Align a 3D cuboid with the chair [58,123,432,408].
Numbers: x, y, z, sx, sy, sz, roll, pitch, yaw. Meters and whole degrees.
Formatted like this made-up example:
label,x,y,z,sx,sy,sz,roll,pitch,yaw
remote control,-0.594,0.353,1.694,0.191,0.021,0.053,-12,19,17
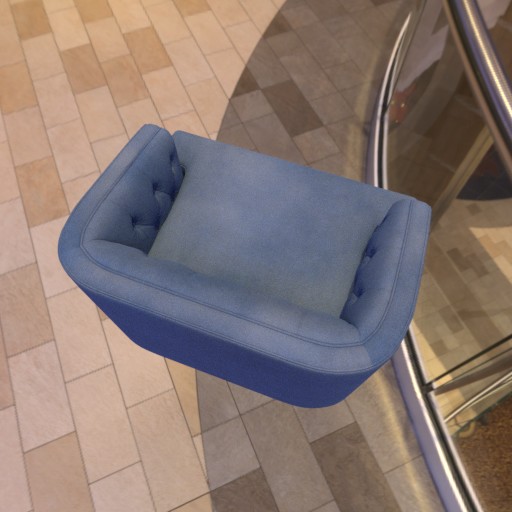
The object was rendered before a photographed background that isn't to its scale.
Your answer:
label,x,y,z,sx,sy,sz,roll,pitch,yaw
chair,0.000,0.000,1.738,1.118,0.787,0.914,18,64,9
